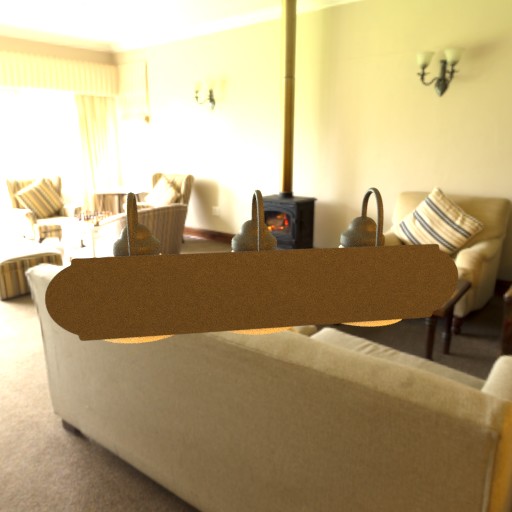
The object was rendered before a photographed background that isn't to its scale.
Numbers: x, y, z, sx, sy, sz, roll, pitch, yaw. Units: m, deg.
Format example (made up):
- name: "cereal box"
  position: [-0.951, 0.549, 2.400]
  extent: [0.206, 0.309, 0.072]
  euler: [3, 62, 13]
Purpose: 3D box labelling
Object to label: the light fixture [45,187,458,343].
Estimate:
- name: "light fixture"
  position: [0.000, 0.000, 0.735]
  extent: [0.610, 0.222, 0.199]
  euler: [-2, 15, -9]
